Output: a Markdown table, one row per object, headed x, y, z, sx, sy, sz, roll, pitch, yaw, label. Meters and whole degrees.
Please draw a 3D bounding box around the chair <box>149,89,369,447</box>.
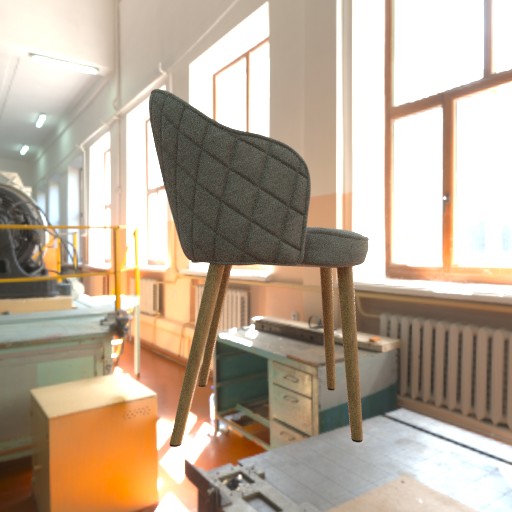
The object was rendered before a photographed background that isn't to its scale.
| x | y | z | sx | sy | sz | roll | pitch | yaw | label |
| --- | --- | --- | --- | --- | --- | --- | --- | --- | --- |
| 0.000 | 0.000 | 1.145 | 0.530 | 0.800 | 0.540 | 0 | 0 | 1 | chair |
